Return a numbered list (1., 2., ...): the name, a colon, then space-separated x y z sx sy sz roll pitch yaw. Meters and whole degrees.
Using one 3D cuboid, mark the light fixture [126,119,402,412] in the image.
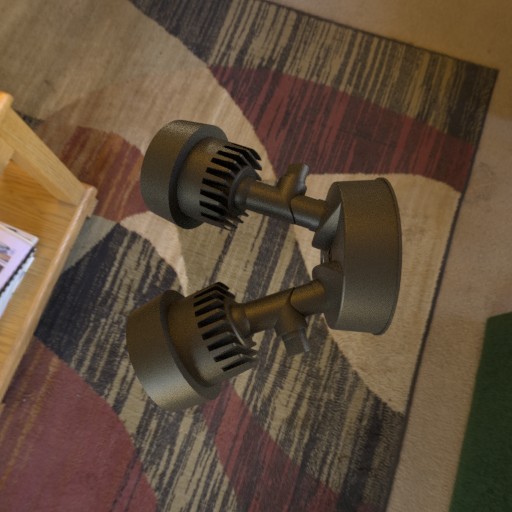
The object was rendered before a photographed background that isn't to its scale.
1. light fixture: 0.000 0.000 0.314 0.168 0.120 0.213 1 76 0
